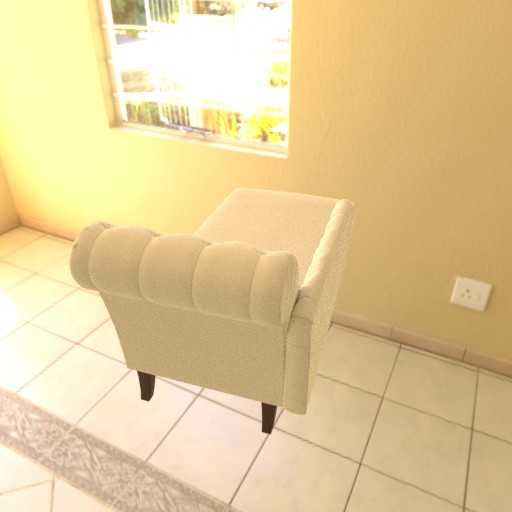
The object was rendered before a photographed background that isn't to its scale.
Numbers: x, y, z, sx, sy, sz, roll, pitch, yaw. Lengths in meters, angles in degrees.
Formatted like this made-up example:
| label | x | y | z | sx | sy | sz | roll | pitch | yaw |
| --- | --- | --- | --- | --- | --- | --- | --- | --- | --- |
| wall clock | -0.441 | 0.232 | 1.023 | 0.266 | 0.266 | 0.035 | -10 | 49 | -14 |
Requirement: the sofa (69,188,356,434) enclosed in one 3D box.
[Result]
| label | x | y | z | sx | sy | sz | roll | pitch | yaw |
| --- | --- | --- | --- | --- | --- | --- | --- | --- | --- |
| sofa | 0.000 | 0.000 | 1.815 | 0.675 | 0.787 | 1.379 | 9 | 33 | 15 |
